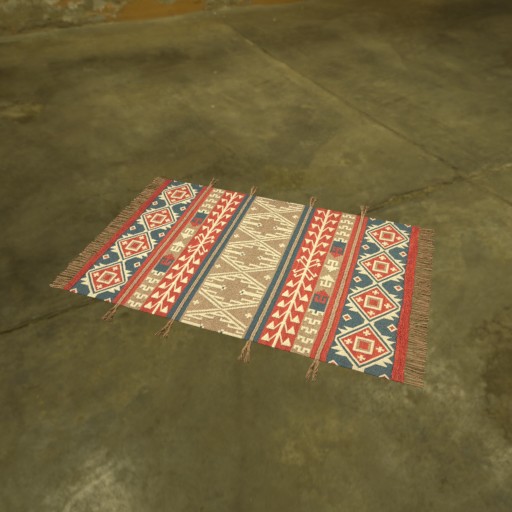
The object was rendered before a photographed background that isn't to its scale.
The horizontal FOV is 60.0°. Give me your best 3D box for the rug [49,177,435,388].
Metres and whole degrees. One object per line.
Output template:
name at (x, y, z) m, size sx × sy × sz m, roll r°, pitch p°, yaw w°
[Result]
rug at (0.000, 0.000, 3.209) m, size 2.450 × 0.048 × 1.778 m, roll 13°, pitch 43°, yaw 14°
